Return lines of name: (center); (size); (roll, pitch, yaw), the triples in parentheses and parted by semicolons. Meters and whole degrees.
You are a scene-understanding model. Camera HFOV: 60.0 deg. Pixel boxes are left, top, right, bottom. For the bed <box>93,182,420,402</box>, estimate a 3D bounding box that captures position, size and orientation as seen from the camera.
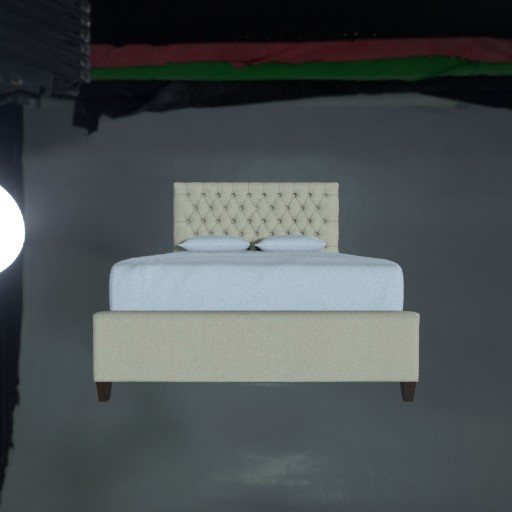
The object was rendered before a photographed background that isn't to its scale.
bed: (0.000, 0.000, 3.425); (1.698, 1.427, 2.387); (0, 2, 0)
